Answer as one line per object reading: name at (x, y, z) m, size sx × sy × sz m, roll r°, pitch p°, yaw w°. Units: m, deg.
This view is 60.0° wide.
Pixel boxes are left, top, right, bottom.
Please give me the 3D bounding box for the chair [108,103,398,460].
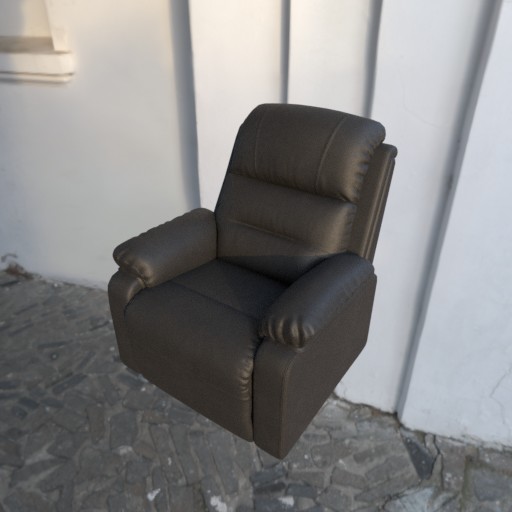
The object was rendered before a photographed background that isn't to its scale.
chair at (0.000, 0.000, 1.708) m, size 0.855 × 0.992 × 0.919 m, roll 20°, pitch 36°, yaw 30°
